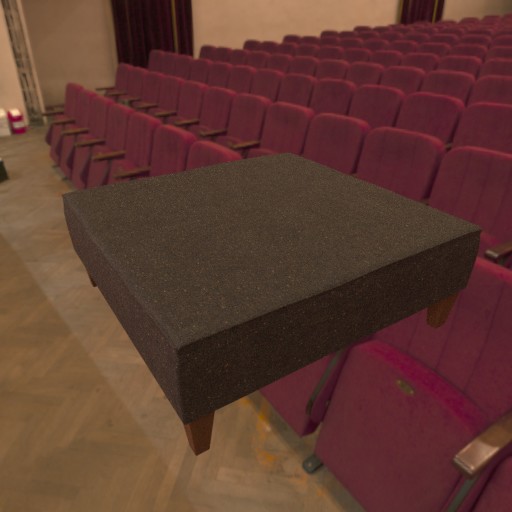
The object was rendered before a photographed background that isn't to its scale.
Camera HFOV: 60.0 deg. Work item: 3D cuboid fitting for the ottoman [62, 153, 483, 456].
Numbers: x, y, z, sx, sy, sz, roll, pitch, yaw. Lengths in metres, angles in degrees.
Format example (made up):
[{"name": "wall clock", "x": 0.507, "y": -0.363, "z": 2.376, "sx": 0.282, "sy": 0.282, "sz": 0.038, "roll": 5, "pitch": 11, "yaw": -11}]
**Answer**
[{"name": "ottoman", "x": 0.000, "y": 0.000, "z": 1.506, "sx": 1.004, "sy": 0.382, "sz": 0.968, "roll": -18, "pitch": 33, "yaw": -29}]
